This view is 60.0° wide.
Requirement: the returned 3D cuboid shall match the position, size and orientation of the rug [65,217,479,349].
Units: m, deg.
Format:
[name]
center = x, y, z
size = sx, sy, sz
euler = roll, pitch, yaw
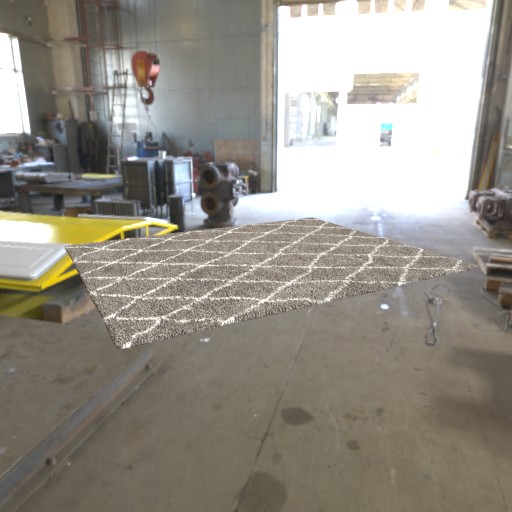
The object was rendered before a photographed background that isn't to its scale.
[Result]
[rug]
center = 0.000, 0.000, 4.117
size = 3.047, 0.029, 2.438
euler = -9, 18, -28
